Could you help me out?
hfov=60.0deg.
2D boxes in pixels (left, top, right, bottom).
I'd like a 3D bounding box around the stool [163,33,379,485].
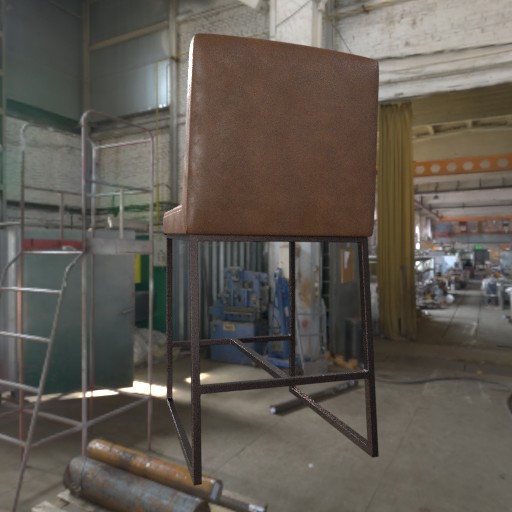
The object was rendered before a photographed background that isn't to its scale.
[{"bbox_3d":[0.000,0.000,1.231,0.463,0.942,0.562,0,0,-17],"label":"stool"}]
